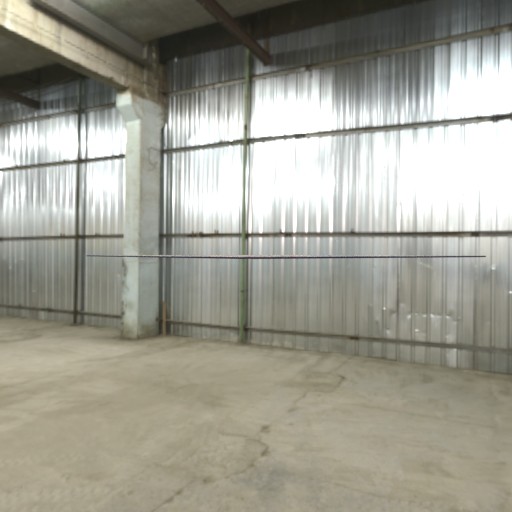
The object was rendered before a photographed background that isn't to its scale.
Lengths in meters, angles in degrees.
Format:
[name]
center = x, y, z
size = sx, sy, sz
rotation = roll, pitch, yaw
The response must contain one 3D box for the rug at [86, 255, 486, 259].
[rug]
center = 0.000, 0.000, 2.941
size = 1.630, 0.009, 2.232
rotation = 0, 0, -35
